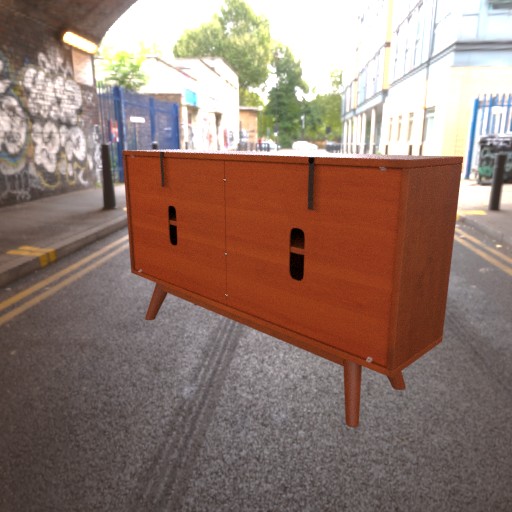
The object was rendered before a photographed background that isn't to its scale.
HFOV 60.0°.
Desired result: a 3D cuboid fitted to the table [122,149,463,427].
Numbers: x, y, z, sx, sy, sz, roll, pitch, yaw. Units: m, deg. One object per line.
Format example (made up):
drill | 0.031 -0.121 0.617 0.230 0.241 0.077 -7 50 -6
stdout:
table | 0.000 0.000 1.534 0.308 0.698 1.220 -14 20 -43
